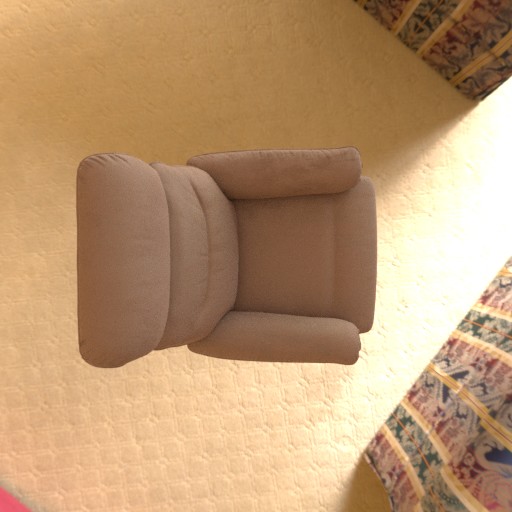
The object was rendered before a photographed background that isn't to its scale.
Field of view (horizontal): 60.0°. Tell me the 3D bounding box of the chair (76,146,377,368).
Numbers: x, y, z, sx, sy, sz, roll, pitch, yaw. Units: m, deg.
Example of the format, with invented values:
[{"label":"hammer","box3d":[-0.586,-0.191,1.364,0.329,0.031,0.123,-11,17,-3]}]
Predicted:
[{"label":"chair","box3d":[0.000,0.000,1.716,1.004,1.037,0.820,0,92,0]}]
